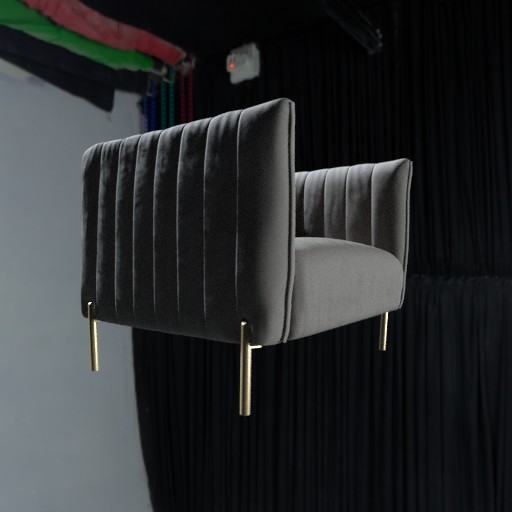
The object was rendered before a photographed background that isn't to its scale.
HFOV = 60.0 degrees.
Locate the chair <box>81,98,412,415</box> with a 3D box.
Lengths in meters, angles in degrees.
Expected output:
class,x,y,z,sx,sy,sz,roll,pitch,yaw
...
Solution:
class,x,y,z,sx,sy,sz,roll,pitch,yaw
chair,0.000,0.000,1.650,0.873,0.779,0.981,0,1,37
